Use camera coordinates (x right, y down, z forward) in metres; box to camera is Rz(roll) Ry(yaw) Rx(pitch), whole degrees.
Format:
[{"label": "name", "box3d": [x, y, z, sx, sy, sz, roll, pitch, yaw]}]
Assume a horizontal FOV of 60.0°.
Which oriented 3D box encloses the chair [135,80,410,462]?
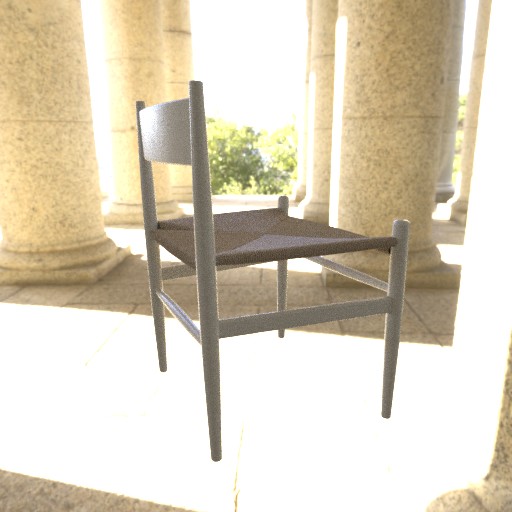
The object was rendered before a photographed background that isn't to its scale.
[{"label": "chair", "box3d": [0.000, 0.000, 1.127, 0.495, 0.762, 0.556, -7, 16, -26]}]
